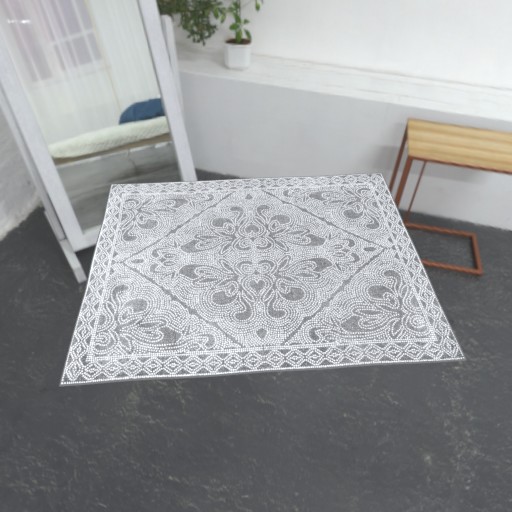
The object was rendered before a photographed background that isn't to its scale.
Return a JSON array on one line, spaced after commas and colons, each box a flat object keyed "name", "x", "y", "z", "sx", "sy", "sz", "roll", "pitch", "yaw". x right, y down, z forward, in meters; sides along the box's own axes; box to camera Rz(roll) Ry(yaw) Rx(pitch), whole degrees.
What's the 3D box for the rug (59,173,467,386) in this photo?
[{"name": "rug", "x": 0.000, "y": 0.000, "z": 4.114, "sx": 3.048, "sy": 0.012, "sz": 2.438, "roll": -3, "pitch": 46, "yaw": -2}]
